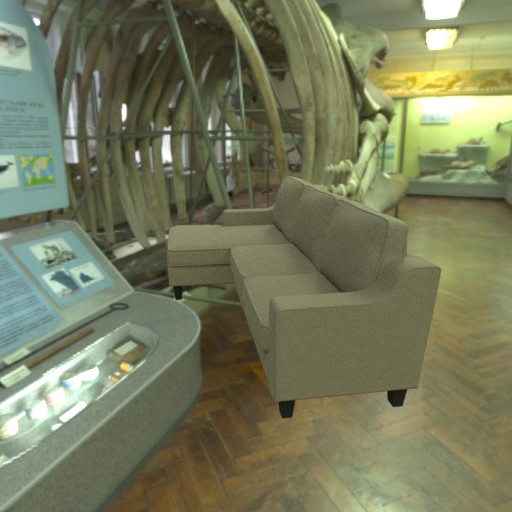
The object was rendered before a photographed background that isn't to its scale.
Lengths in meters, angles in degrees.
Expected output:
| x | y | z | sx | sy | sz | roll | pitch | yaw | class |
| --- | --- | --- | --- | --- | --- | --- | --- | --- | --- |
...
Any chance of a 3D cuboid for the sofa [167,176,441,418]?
| x | y | z | sx | sy | sz | roll | pitch | yaw | class |
| --- | --- | --- | --- | --- | --- | --- | --- | --- | --- |
| 0.000 | 0.000 | 3.179 | 1.294 | 0.928 | 2.561 | -3 | 16 | -9 | sofa |
